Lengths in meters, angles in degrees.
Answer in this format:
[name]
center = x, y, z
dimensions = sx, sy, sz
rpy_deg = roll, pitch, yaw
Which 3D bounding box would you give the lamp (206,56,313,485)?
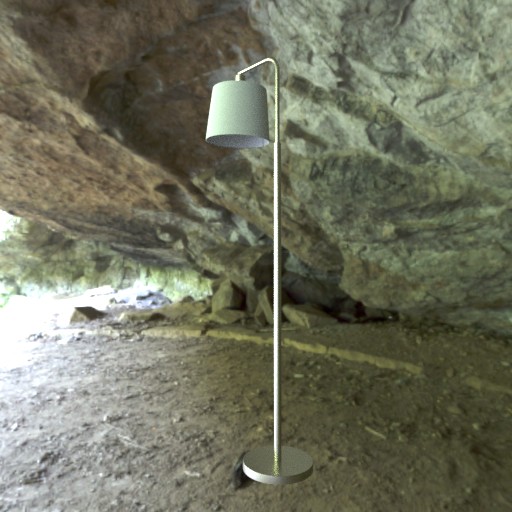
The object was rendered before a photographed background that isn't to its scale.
[lamp]
center = 0.000, 0.000, 1.665
dimensions = 0.254, 1.478, 0.508
rpy_deg = 1, -1, -36
